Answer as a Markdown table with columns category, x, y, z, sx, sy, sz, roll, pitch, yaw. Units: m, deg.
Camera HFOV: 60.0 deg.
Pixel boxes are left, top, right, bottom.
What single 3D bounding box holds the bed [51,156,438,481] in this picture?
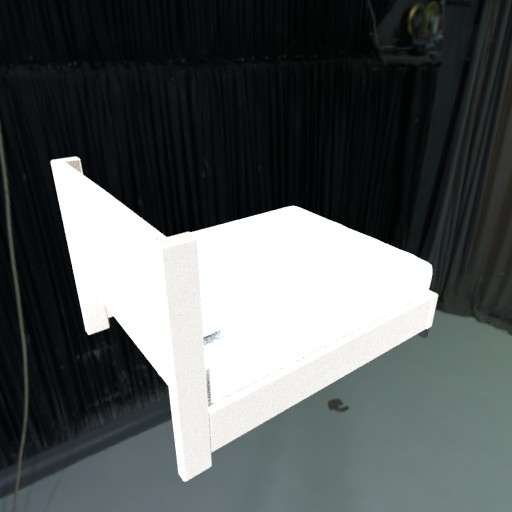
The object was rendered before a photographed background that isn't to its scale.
| category | x | y | z | sx | sy | sz | roll | pitch | yaw |
| --- | --- | --- | --- | --- | --- | --- | --- | --- | --- |
| bed | 0.000 | 0.000 | 3.403 | 2.293 | 1.471 | 1.778 | -18 | 32 | -32 |
